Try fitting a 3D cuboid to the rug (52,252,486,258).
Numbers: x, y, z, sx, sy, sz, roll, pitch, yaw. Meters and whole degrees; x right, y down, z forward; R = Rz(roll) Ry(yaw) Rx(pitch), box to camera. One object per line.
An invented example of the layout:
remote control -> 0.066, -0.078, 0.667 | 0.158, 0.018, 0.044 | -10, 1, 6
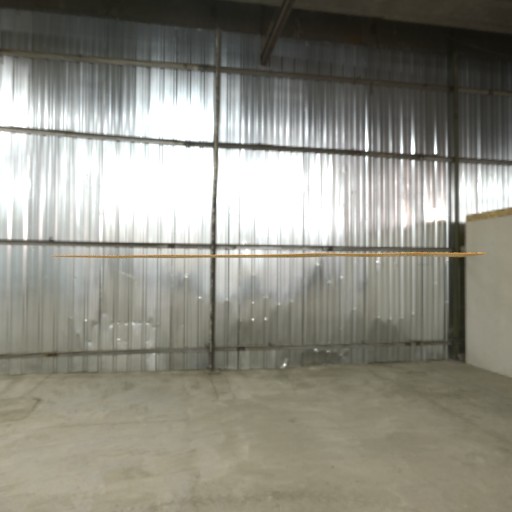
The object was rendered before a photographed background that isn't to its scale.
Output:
rug -> 0.000, 0.000, 2.574 | 2.294, 0.014, 0.704 | 0, -1, 18
